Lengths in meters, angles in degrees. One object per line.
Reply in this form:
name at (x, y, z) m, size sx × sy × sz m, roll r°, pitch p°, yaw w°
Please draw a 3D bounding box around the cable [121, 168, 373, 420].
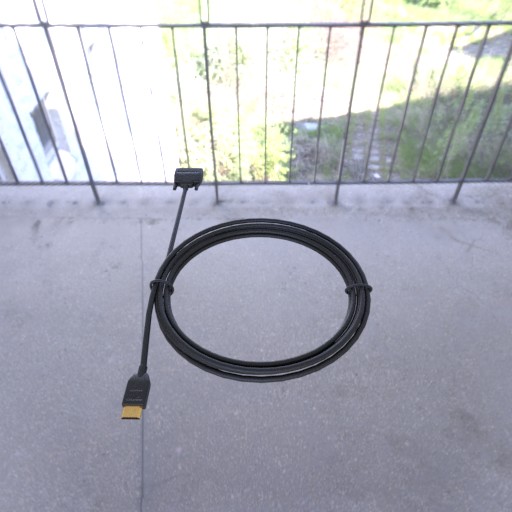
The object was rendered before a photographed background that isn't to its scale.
cable at (0.000, 0.000, 0.532) m, size 0.257 × 0.030 × 0.422 m, roll 1°, pitch 41°, yaw 1°
